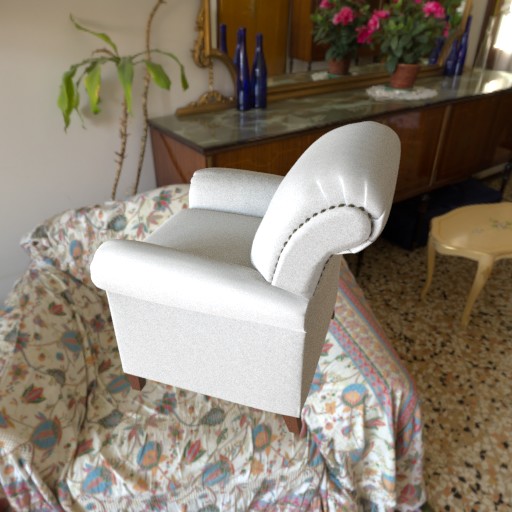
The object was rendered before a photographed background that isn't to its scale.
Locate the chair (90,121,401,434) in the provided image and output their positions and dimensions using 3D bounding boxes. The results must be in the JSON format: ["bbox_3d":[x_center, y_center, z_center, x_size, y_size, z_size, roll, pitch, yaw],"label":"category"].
[{"bbox_3d":[0.000,0.000,1.631,0.890,0.927,0.854,10,32,16],"label":"chair"}]
